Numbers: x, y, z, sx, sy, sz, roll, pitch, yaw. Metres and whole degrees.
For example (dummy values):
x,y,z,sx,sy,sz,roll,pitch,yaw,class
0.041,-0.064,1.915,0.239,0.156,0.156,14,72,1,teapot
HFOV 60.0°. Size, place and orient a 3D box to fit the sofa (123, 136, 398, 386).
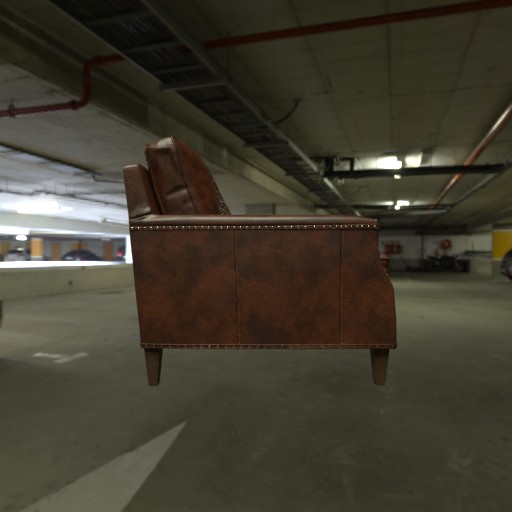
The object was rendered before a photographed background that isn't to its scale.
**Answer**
x,y,z,sx,sy,sz,roll,pitch,yaw,class
0.000,0.000,2.793,1.084,1.003,2.240,0,0,-1,sofa
